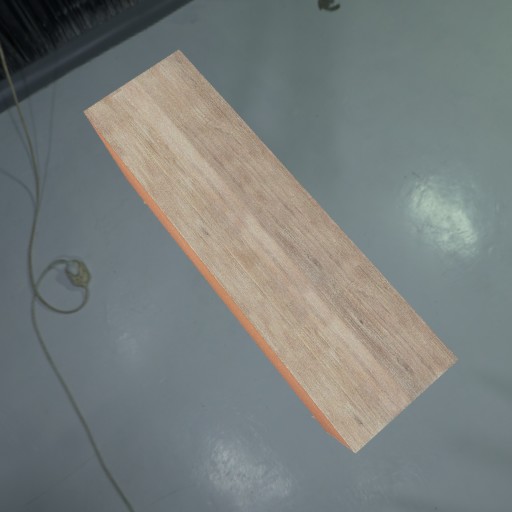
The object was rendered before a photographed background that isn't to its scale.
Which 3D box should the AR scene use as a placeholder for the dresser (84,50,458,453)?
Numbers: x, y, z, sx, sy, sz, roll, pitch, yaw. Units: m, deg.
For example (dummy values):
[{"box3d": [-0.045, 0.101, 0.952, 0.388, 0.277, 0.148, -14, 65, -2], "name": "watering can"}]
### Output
[{"box3d": [0.000, 0.000, 1.964, 0.455, 0.805, 1.554, -38, 78, -10], "name": "dresser"}]
